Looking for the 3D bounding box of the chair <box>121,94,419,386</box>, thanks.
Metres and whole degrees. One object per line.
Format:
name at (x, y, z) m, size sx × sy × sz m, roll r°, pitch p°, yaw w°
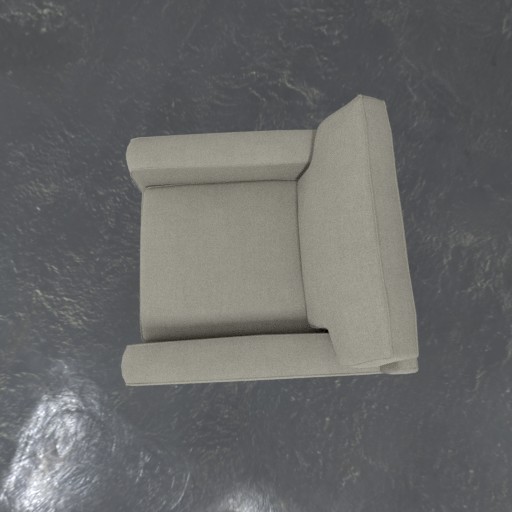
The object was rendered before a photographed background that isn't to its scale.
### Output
chair at (0.000, 0.000, 1.851) m, size 1.044 × 0.934 × 0.999 m, roll -3°, pitch 76°, yaw -1°
